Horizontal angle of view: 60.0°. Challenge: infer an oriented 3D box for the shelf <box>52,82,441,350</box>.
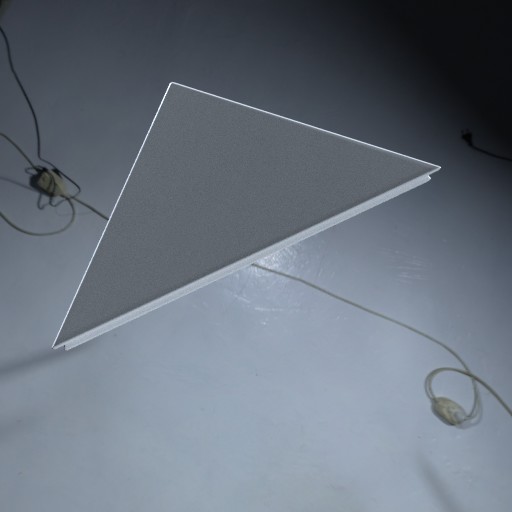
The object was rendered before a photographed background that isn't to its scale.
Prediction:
[{"bbox_3d":[0.000,0.000,0.443,0.296,0.035,0.296,19,76,5],"label":"shelf"}]
